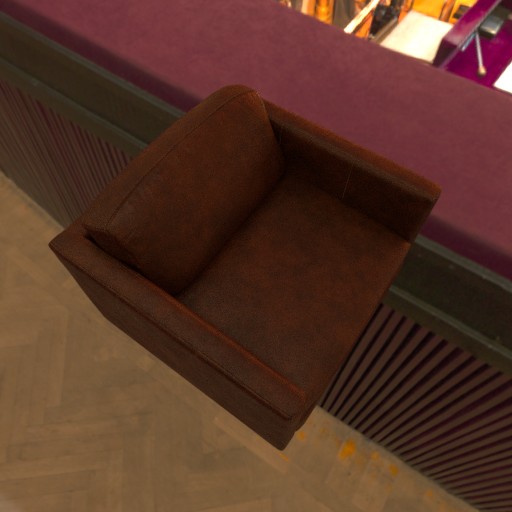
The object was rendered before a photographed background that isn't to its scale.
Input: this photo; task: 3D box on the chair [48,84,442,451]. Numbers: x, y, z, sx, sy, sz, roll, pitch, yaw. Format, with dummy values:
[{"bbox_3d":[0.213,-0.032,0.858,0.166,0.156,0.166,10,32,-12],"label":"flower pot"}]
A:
[{"bbox_3d":[0.000,0.000,1.726,0.975,0.864,0.990,32,64,18],"label":"chair"}]
